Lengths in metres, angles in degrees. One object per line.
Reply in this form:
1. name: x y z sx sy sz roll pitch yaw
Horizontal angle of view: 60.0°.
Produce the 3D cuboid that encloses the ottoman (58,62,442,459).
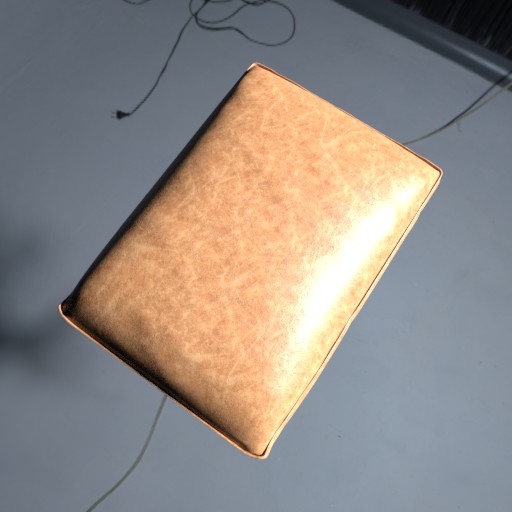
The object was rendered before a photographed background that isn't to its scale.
1. ottoman: 0.000 0.000 1.062 0.533 0.480 0.710 33 77 9
